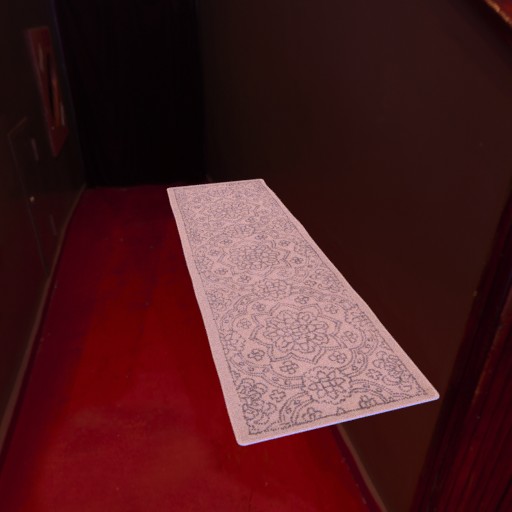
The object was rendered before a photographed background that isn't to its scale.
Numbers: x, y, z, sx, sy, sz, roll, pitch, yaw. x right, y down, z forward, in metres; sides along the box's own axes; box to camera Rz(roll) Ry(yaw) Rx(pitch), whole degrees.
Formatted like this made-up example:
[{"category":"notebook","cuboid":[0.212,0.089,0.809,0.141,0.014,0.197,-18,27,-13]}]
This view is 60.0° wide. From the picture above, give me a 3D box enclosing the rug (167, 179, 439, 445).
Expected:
[{"category":"rug","cuboid":[0.000,0.000,2.600,0.806,0.006,2.431,-8,31,-13]}]
